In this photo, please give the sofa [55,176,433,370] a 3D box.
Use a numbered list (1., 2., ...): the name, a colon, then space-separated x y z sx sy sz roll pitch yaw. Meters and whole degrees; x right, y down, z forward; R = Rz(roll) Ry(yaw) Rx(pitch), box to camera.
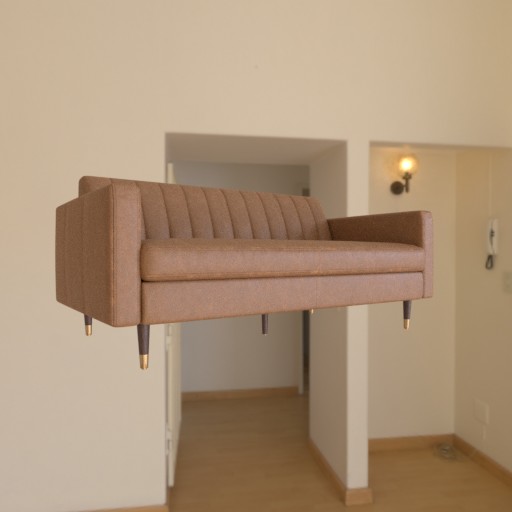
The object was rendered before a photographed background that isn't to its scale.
1. sofa: 0.000 0.000 2.372 1.847 0.821 0.993 0 0 -34
